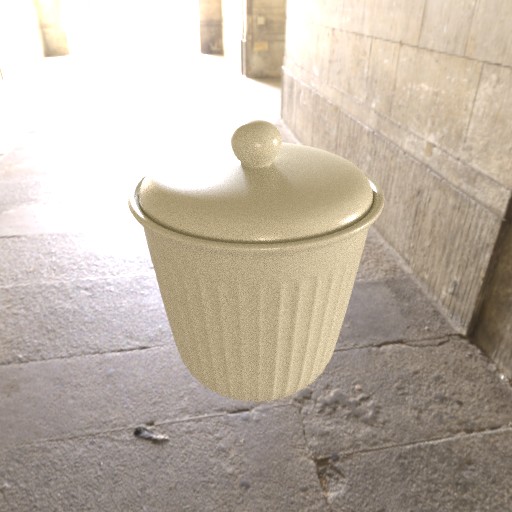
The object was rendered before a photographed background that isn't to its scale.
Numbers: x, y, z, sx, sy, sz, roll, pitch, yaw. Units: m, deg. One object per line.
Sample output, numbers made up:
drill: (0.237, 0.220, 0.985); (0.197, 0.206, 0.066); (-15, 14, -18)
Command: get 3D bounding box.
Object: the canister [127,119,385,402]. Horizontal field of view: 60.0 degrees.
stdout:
canister: (0.000, 0.000, 0.351); (0.181, 0.211, 0.181); (0, 31, 0)
